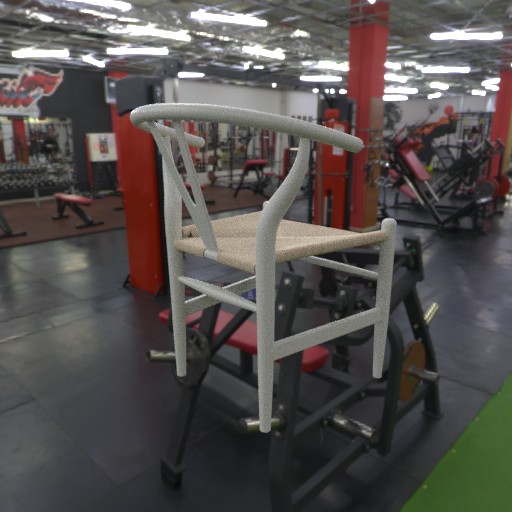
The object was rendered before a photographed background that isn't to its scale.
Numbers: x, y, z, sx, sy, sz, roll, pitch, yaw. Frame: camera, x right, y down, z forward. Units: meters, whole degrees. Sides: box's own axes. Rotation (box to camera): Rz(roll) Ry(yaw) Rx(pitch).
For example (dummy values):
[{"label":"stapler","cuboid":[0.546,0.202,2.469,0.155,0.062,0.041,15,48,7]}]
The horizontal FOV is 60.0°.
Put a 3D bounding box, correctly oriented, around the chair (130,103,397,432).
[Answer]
[{"label":"chair","cuboid":[0.000,0.000,1.162,0.579,0.730,0.569,-14,20,-42]}]
